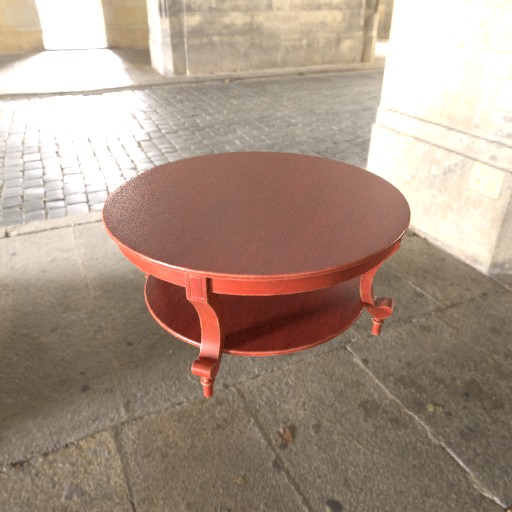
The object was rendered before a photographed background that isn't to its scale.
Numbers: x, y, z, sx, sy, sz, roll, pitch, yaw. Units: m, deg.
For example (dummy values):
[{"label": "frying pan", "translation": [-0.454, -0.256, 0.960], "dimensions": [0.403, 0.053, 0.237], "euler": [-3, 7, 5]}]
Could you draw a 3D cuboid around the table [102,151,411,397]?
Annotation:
[{"label": "table", "translation": [0.000, 0.000, 1.655], "dimensions": [1.029, 0.486, 1.029], "euler": [0, 30, 0]}]
